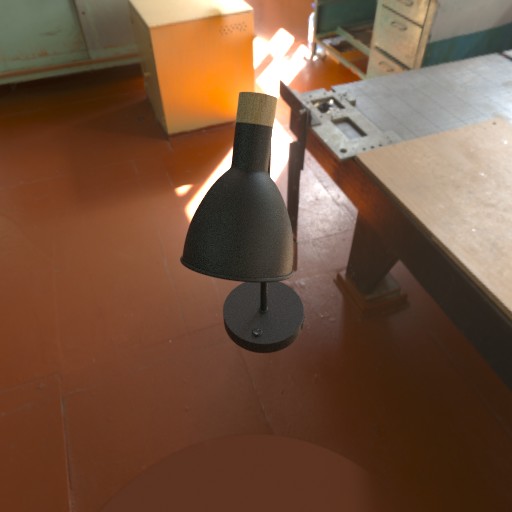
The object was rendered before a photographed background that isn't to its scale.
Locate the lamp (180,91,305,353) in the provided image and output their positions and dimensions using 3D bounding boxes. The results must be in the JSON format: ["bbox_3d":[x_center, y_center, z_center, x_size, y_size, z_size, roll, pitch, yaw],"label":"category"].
[{"bbox_3d":[0.000,0.000,0.623,0.152,0.483,0.287,10,47,9],"label":"lamp"}]
